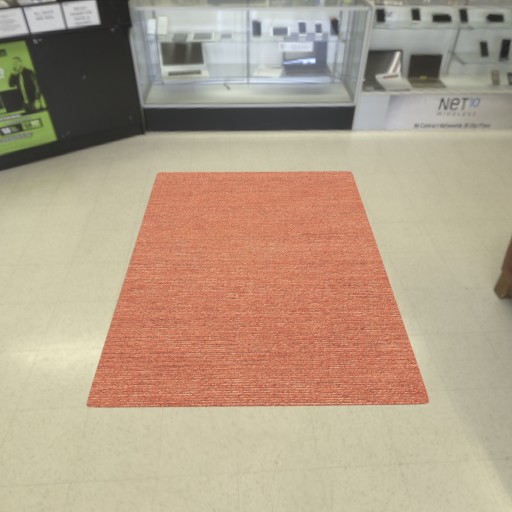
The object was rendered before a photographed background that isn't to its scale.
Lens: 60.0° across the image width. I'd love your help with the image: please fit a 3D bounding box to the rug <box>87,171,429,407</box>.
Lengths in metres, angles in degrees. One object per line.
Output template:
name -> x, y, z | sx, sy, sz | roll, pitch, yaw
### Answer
rug -> 0.000, 0.000, 2.837 | 1.594, 0.009, 2.112 | 0, 41, 0
